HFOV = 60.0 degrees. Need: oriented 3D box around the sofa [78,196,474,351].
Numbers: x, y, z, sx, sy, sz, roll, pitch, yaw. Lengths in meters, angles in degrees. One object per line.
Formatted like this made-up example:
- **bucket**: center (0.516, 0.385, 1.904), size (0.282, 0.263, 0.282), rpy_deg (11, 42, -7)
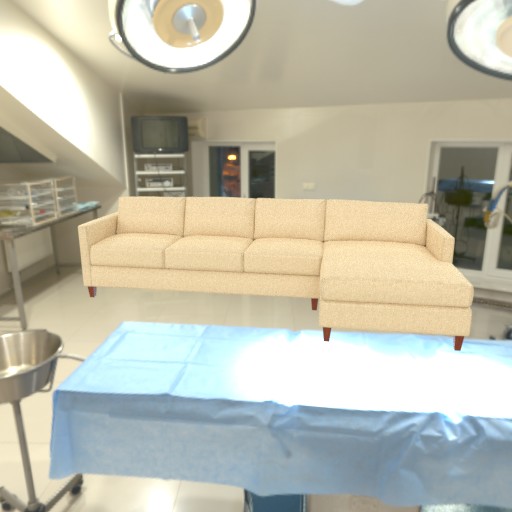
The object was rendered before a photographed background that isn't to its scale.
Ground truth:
- **sofa**: center (0.000, 0.000, 4.199), size (3.471, 0.954, 1.603), rpy_deg (2, 15, 9)
